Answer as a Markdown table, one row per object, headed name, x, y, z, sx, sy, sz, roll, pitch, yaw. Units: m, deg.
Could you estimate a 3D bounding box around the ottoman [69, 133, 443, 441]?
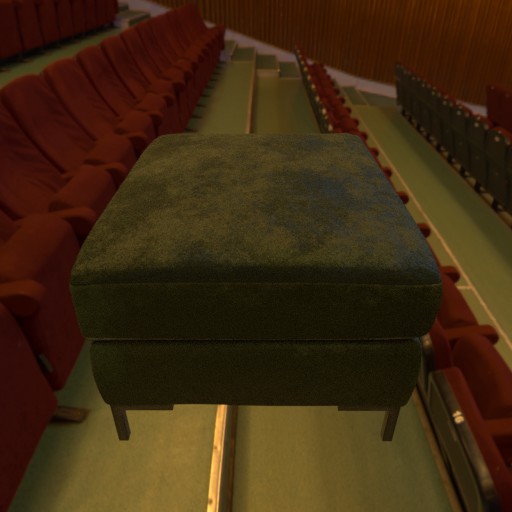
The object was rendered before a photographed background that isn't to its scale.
| name | x | y | z | sx | sy | sz | roll | pitch | yaw |
| --- | --- | --- | --- | --- | --- | --- | --- | --- | --- |
| ottoman | 0.000 | 0.000 | 1.252 | 0.701 | 0.538 | 0.839 | 0 | 32 | 0 |
